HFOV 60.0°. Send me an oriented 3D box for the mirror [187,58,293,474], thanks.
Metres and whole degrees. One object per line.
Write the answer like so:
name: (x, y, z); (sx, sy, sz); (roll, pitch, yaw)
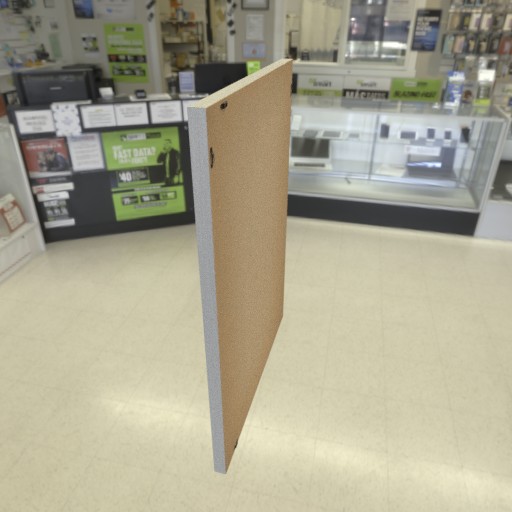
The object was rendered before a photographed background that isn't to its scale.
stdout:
mirror: (0.000, 0.000, 1.337); (0.040, 1.016, 0.762); (8, 31, 13)
